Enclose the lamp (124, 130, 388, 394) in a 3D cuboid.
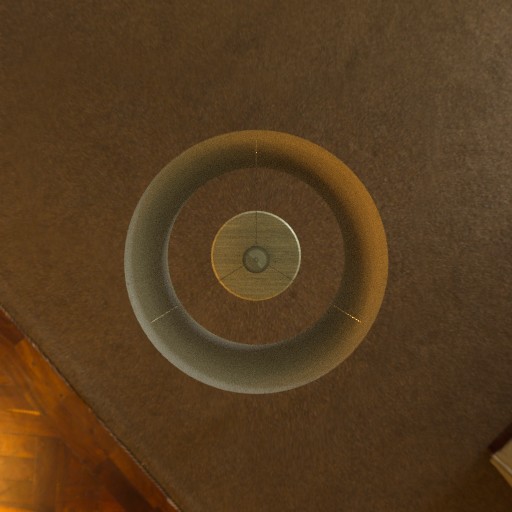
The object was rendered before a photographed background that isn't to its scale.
[{"bbox_3d":[0.000,0.000,0.600,0.228,0.444,0.228,0,92,0],"label":"lamp"}]
